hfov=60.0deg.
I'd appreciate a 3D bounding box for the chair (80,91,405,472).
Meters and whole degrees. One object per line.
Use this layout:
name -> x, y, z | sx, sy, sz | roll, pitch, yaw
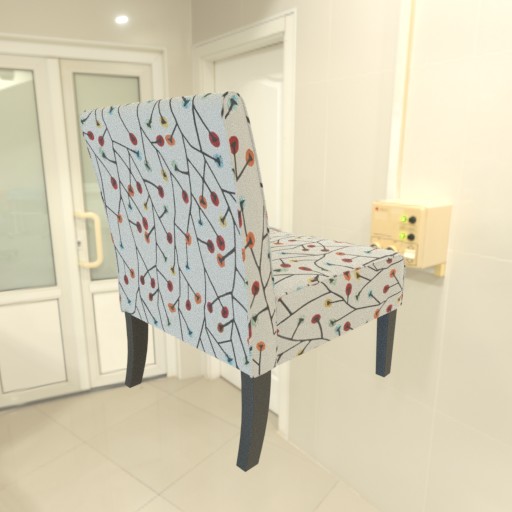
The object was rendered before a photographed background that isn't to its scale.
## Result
chair -> 0.000, 0.000, 1.299 | 0.597, 0.813, 0.732 | 13, 19, 43
